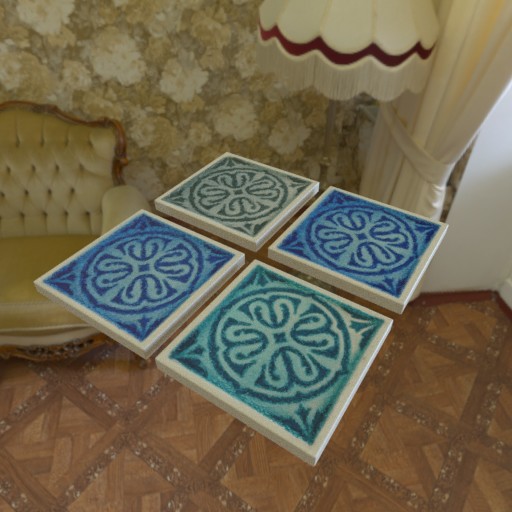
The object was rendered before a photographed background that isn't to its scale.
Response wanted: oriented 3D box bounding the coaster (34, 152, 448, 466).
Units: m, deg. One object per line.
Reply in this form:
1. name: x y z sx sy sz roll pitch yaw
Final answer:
1. coaster: 0.000 0.000 0.323 0.214 0.010 0.219 23 46 25
